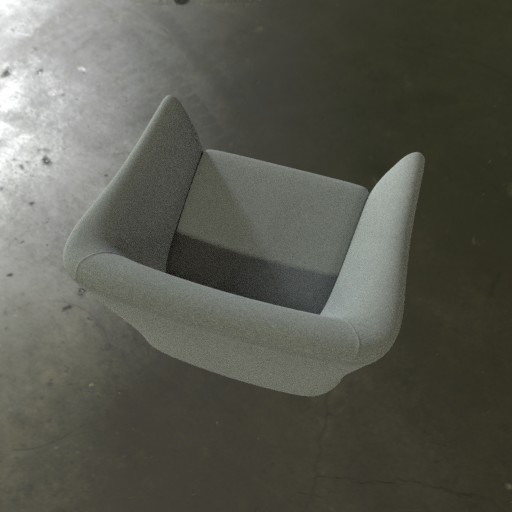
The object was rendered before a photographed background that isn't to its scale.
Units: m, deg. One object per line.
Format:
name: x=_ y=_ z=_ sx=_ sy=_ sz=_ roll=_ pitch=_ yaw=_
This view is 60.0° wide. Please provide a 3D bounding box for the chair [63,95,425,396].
chair: x=0.000 y=0.000 z=1.334 sx=0.790 sy=0.720 sz=0.700 roll=15 pitch=64 yaw=8
